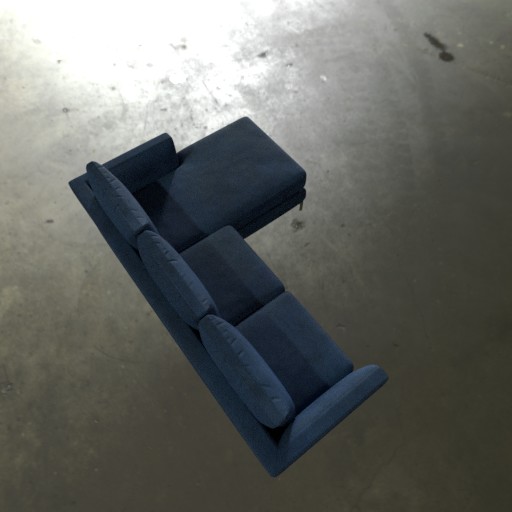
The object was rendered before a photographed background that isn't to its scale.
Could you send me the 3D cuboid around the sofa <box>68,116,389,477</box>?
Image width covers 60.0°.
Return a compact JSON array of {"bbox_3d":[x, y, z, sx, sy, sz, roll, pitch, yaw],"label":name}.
[{"bbox_3d":[0.000,0.000,3.210,1.622,0.987,2.438,-33,65,-18],"label":"sofa"}]
